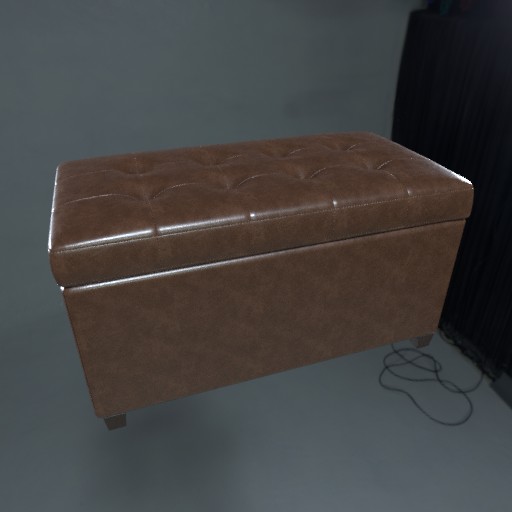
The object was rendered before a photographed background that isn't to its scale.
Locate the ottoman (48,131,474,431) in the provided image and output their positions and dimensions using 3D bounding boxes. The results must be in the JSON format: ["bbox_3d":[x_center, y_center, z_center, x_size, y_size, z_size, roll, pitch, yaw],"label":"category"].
[{"bbox_3d":[0.000,0.000,1.080,0.838,0.470,0.432,-10,32,-16],"label":"ottoman"}]
